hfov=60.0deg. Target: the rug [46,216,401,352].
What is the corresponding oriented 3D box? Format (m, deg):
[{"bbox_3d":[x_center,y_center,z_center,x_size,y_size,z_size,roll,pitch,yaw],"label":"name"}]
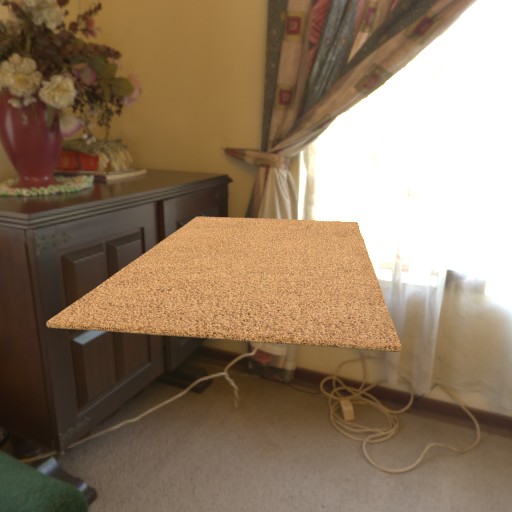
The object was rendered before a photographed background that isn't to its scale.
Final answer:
[{"bbox_3d":[0.000,0.000,3.005,1.524,0.030,2.438,2,16,8],"label":"rug"}]
